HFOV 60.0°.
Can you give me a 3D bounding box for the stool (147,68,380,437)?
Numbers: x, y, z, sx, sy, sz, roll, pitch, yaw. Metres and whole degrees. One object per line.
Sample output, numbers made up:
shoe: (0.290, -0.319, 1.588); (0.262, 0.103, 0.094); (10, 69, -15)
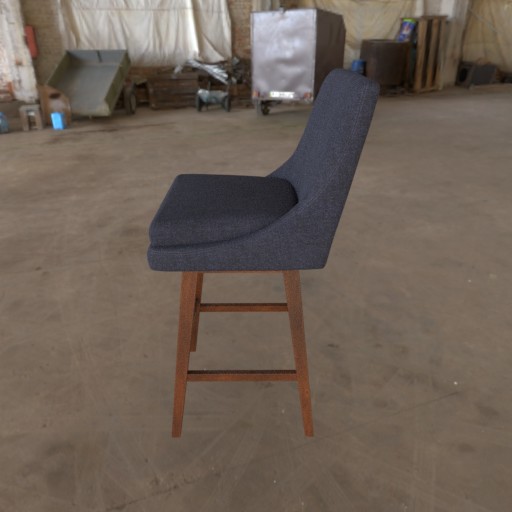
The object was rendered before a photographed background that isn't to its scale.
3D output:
stool: (0.000, 0.000, 1.392); (0.572, 1.068, 0.489); (0, 27, 0)
